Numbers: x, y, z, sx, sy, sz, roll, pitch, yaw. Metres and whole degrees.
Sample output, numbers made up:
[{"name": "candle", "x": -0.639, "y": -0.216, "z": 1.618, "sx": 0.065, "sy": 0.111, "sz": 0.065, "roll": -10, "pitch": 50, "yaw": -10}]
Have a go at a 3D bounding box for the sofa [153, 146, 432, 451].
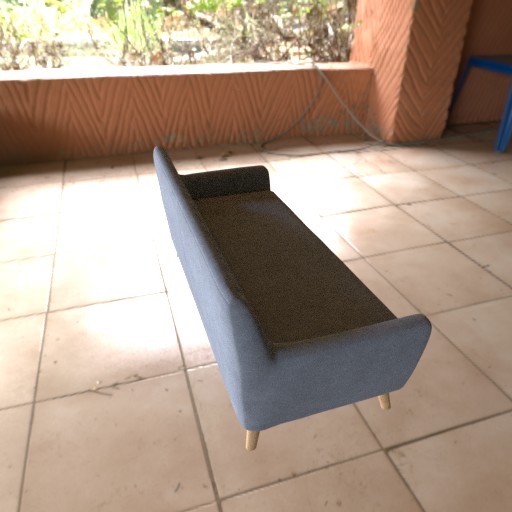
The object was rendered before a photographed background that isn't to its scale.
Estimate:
[{"name": "sofa", "x": 0.000, "y": 0.000, "z": 2.467, "sx": 0.830, "sy": 0.830, "sz": 1.970, "roll": -10, "pitch": 32, "yaw": -16}]
